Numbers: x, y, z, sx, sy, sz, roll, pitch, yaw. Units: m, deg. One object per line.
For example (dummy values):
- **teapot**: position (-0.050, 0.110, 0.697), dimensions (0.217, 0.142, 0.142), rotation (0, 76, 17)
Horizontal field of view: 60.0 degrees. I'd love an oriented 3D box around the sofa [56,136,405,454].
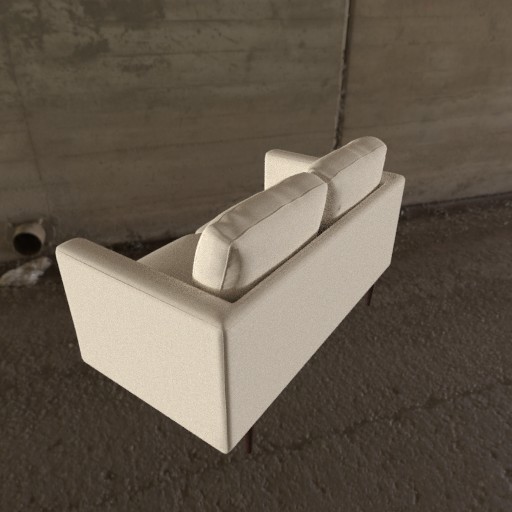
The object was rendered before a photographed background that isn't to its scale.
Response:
- **sofa**: position (0.000, 0.000, 1.978), dimensions (0.796, 0.908, 1.430), rotation (20, 36, 30)
